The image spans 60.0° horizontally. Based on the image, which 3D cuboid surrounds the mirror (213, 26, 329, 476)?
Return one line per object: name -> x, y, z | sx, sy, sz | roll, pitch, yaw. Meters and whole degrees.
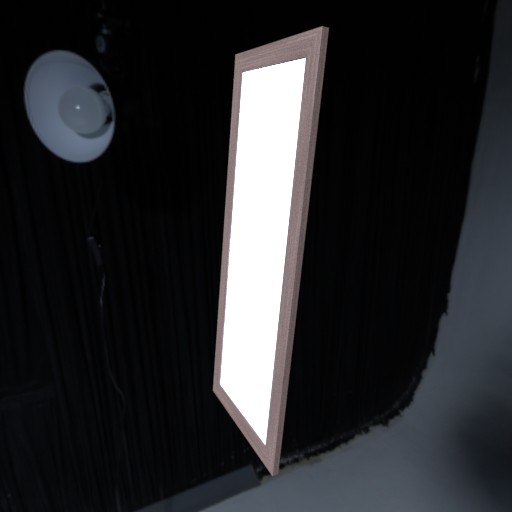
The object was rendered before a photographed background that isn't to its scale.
mirror -> 0.000, 0.000, 2.289 | 0.221, 2.020, 0.812 | -8, 19, -25
